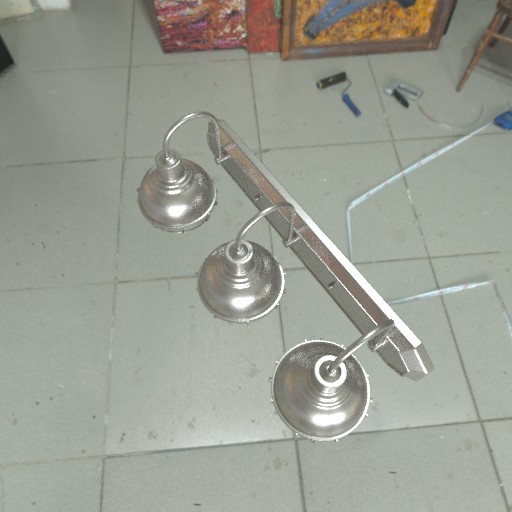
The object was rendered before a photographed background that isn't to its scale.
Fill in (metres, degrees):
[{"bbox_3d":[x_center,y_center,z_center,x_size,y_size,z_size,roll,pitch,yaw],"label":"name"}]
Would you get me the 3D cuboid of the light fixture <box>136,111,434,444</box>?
[{"bbox_3d":[0.000,0.000,0.773,0.229,0.254,0.634,-31,66,-16],"label":"light fixture"}]
